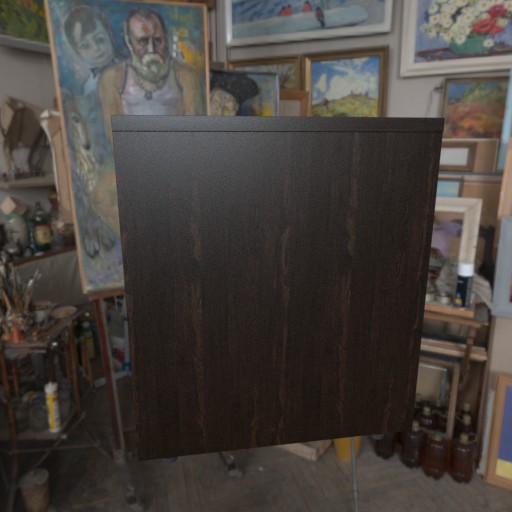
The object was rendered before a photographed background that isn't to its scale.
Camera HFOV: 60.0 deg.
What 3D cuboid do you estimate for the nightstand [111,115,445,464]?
[{"bbox_3d":[0.000,0.000,0.847,0.427,0.487,0.489,-2,15,-9],"label":"nightstand"}]
